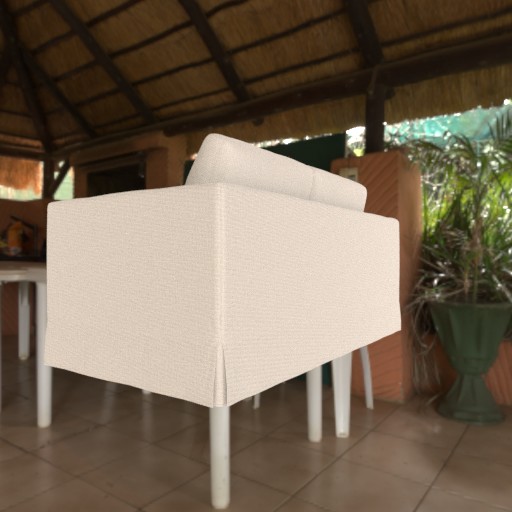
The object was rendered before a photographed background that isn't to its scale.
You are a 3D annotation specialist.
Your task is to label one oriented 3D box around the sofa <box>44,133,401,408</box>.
[{"bbox_3d":[0.000,0.000,2.367,1.009,0.932,1.813,0,0,35],"label":"sofa"}]
